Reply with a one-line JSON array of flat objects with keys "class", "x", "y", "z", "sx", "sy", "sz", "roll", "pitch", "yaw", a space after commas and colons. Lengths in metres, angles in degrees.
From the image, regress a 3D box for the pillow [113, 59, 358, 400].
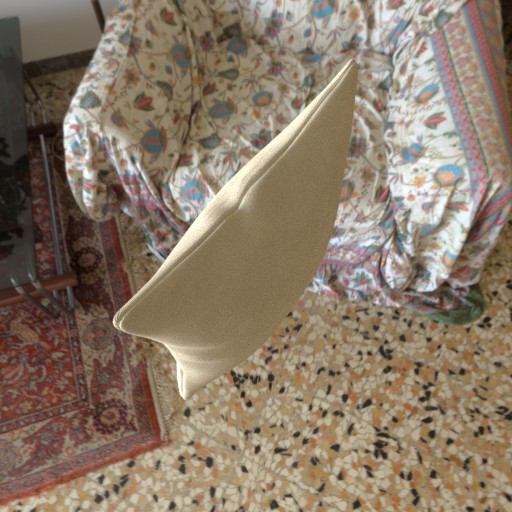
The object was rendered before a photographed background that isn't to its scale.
[{"class": "pillow", "x": 0.000, "y": 0.000, "z": 0.667, "sx": 0.162, "sy": 0.420, "sz": 0.437, "roll": 33, "pitch": 68, "yaw": 16}]
